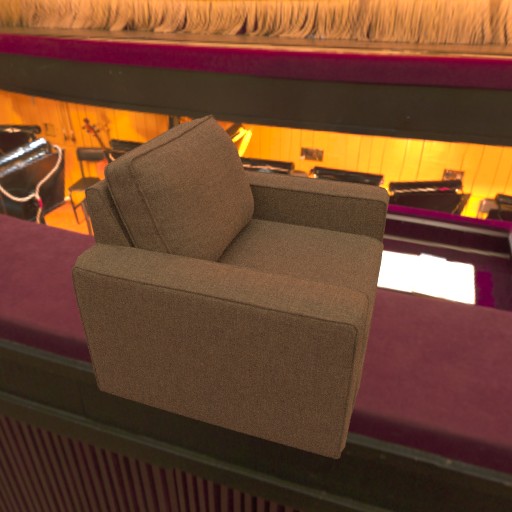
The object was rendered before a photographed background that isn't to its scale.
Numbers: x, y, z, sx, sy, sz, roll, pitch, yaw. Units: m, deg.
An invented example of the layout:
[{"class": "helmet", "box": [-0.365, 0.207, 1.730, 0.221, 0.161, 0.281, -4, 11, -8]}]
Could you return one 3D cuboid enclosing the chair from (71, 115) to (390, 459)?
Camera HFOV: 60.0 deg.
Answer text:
[{"class": "chair", "box": [0.000, 0.000, 1.736, 0.940, 0.914, 1.016, 10, 32, 16]}]
